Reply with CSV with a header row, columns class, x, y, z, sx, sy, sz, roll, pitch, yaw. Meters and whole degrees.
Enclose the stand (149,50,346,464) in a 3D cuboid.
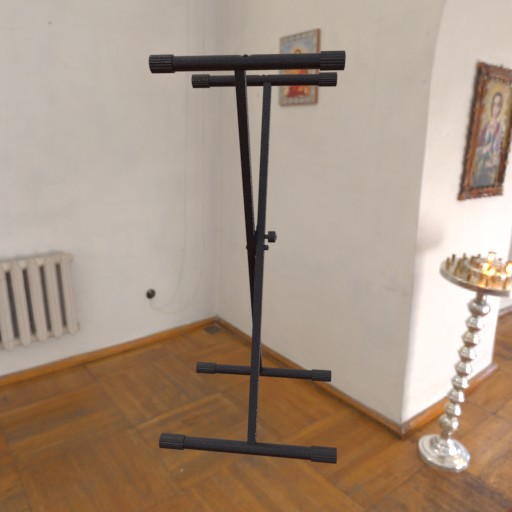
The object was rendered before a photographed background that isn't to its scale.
class,x,y,z,sx,sy,sz,roll,pitch,yaw
stand,0.000,0.000,1.176,0.449,0.940,0.409,2,16,7
